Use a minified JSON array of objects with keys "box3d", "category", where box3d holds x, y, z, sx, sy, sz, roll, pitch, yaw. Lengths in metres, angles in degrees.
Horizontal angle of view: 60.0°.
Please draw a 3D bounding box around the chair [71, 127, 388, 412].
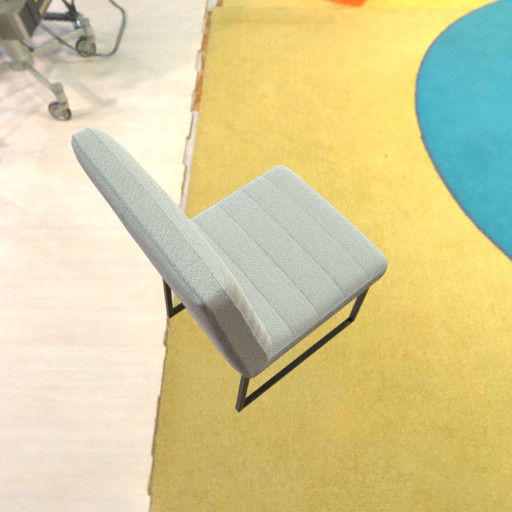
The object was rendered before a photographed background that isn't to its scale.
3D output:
[{"box3d":[0.000,0.000,1.306,0.634,0.930,0.520,-33,63,-19],"category":"chair"}]
